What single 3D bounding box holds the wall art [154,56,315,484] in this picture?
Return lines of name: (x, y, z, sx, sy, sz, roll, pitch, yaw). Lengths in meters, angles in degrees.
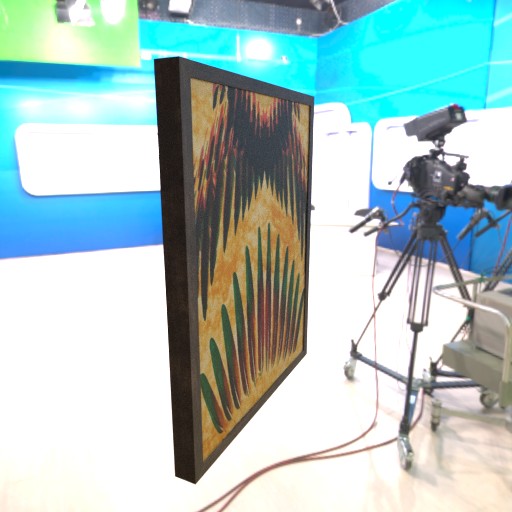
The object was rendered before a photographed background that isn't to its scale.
wall art: (0.000, 0.000, 0.553, 0.027, 0.406, 0.329, 7, 15, 26)
